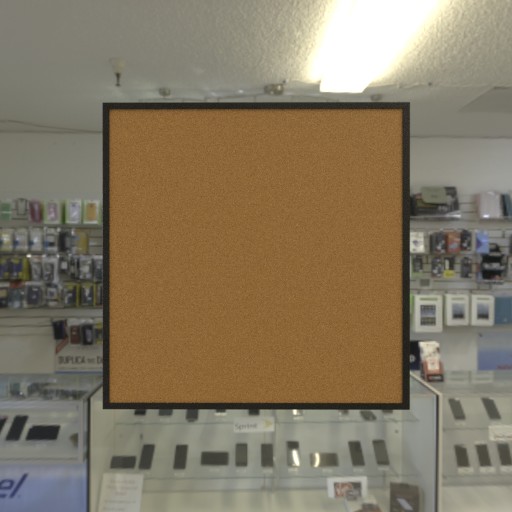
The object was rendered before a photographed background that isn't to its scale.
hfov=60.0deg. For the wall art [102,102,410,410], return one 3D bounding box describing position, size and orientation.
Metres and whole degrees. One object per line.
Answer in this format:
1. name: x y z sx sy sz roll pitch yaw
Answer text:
1. wall art: 0.000 0.000 1.118 0.763 0.763 0.039 0 0 0
